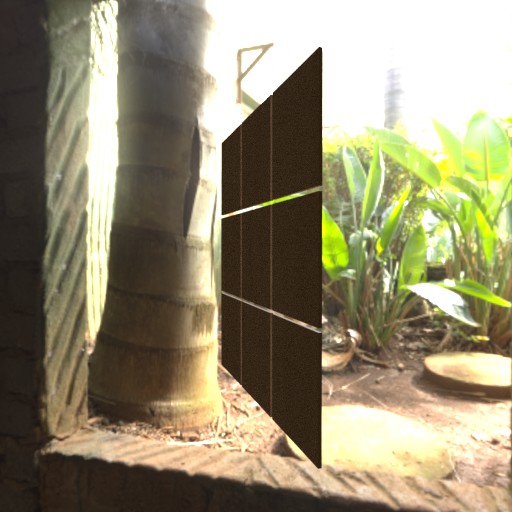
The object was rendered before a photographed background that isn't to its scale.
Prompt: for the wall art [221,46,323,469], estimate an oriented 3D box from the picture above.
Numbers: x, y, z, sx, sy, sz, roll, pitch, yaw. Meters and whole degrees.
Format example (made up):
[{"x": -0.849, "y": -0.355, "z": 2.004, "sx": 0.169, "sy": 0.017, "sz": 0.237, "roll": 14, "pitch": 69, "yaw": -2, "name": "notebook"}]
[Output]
[{"x": 0.000, "y": 0.000, "z": 1.858, "sx": 0.013, "sy": 1.218, "sz": 1.219, "roll": 0, "pitch": 1, "yaw": -18, "name": "wall art"}]
